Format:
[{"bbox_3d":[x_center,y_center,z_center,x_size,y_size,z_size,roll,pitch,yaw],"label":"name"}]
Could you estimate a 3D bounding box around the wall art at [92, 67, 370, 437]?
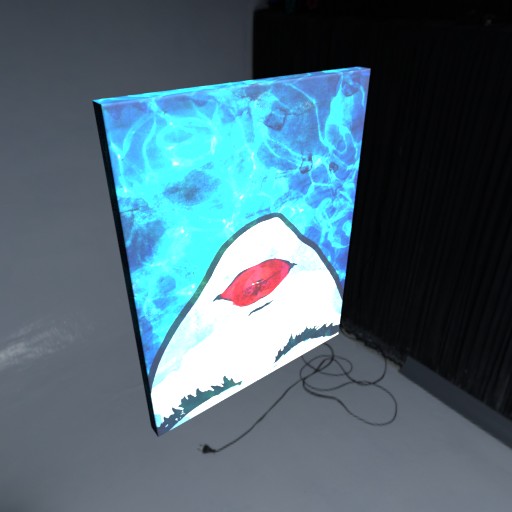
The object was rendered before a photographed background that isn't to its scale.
[{"bbox_3d":[0.000,0.000,1.026,0.609,0.760,0.038,-21,37,-31],"label":"wall art"}]
